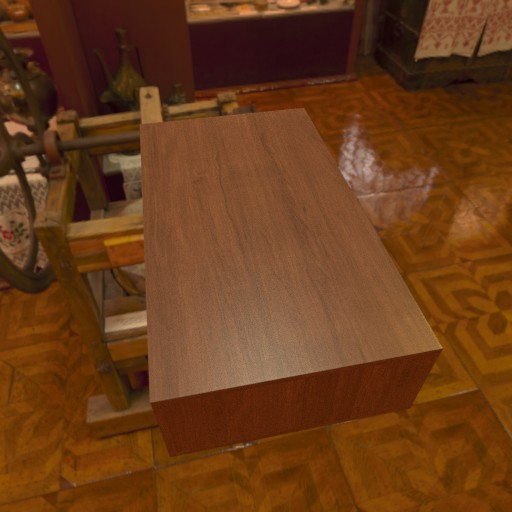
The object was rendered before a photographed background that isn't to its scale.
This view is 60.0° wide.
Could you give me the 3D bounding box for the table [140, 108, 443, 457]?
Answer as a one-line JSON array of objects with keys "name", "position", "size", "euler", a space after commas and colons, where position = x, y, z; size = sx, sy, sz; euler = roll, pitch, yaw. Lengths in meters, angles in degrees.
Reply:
[{"name": "table", "position": [0.000, 0.000, 1.333], "size": [0.600, 0.380, 1.020], "euler": [-8, 46, -8]}]
